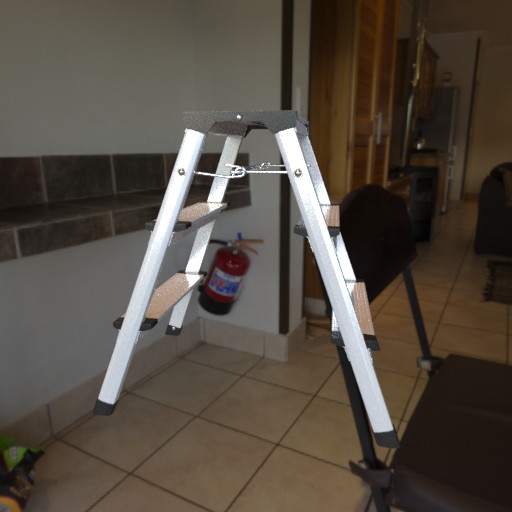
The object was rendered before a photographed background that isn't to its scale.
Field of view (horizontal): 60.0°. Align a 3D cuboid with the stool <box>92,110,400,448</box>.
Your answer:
[{"bbox_3d":[0.000,0.000,1.010,0.622,0.605,0.437,2,14,10],"label":"stool"}]
